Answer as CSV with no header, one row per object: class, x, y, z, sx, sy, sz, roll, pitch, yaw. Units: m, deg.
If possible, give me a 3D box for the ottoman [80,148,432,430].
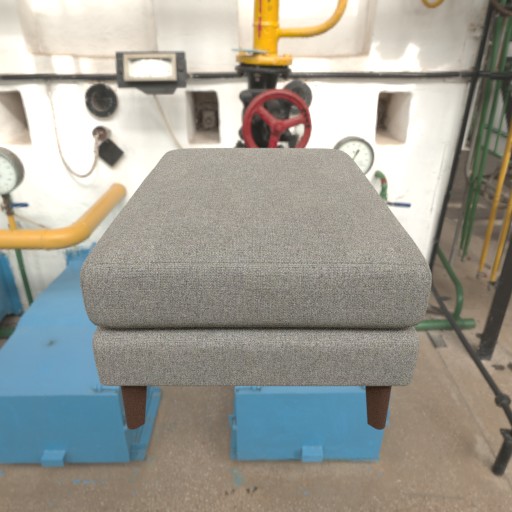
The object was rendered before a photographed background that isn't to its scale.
ottoman,0.000,0.000,1.174,0.611,0.441,0.821,0,27,0
